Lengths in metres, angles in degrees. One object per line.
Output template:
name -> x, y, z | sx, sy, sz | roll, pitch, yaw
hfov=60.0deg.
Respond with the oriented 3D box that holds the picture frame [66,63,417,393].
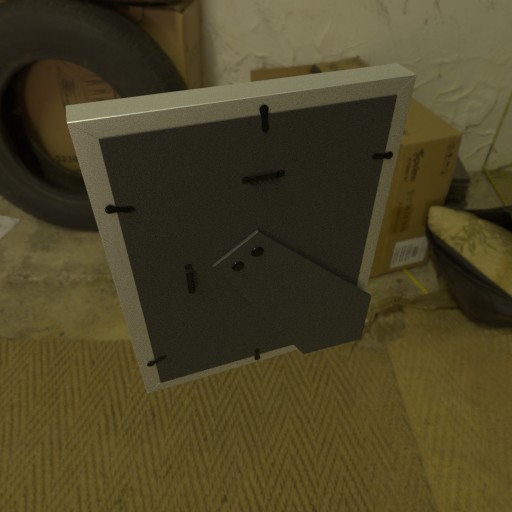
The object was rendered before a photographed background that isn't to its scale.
picture frame -> 0.000, 0.000, 0.378 | 0.233, 0.282, 0.036 | -13, 43, -14
